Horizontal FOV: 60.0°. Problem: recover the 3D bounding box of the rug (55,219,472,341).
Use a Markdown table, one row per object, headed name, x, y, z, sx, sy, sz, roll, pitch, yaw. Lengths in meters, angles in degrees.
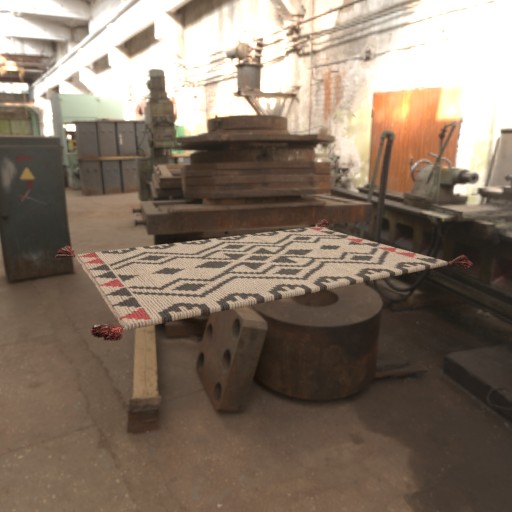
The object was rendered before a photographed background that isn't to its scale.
| name | x | y | z | sx | sy | sz | roll | pitch | yaw |
| --- | --- | --- | --- | --- | --- | --- | --- | --- | --- |
| rug | 0.000 | 0.000 | 2.599 | 2.069 | 0.067 | 1.444 | -8 | 17 | -28 |
